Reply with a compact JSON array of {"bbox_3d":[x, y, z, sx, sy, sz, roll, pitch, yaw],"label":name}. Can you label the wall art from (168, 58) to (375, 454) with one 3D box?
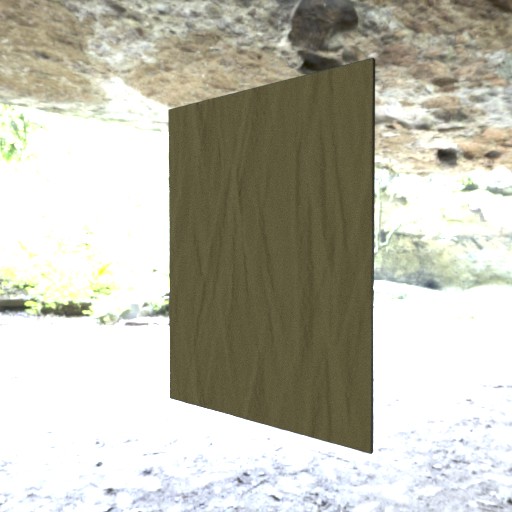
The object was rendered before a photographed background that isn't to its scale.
[{"bbox_3d":[0.000,0.000,1.486,0.810,1.116,0.016,1,1,35],"label":"wall art"}]
